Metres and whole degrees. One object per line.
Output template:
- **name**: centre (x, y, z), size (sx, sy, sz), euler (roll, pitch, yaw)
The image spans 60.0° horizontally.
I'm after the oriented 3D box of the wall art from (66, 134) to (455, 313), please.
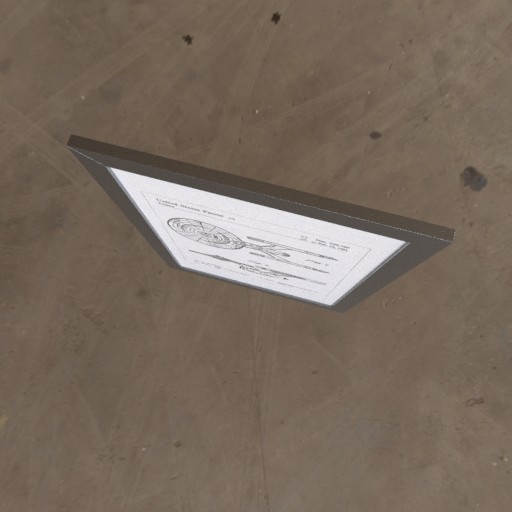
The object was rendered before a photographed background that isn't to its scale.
- **wall art**: centre (0.000, 0.000, 0.673), size (0.376, 0.529, 0.013), euler (15, 76, 4)
